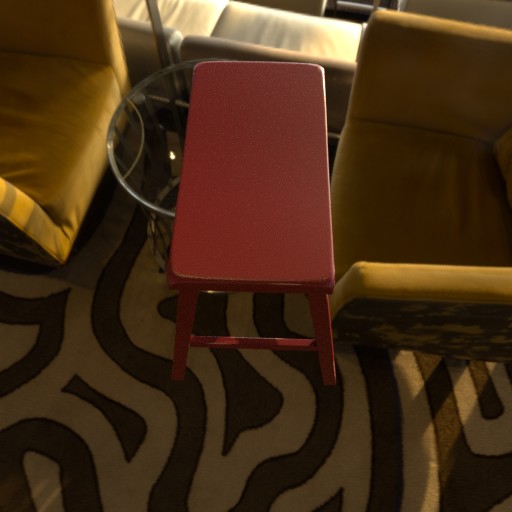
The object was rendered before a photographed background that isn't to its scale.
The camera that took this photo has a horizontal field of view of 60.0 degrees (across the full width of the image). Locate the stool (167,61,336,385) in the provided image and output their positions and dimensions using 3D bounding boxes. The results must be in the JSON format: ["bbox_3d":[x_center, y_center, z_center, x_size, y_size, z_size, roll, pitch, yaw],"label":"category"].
[{"bbox_3d":[0.000,0.000,1.053,0.476,0.737,0.457,2,64,1],"label":"stool"}]
